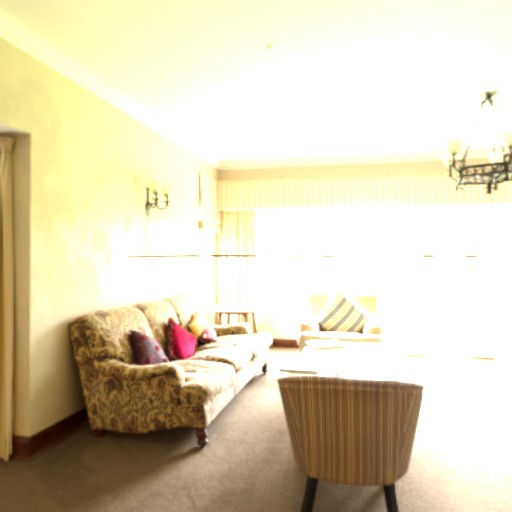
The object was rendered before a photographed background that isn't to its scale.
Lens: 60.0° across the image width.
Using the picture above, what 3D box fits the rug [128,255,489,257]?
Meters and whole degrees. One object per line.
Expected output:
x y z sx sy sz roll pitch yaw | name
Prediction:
0.000 0.000 2.568 0.686 0.013 2.340 0 0 -36 | rug
